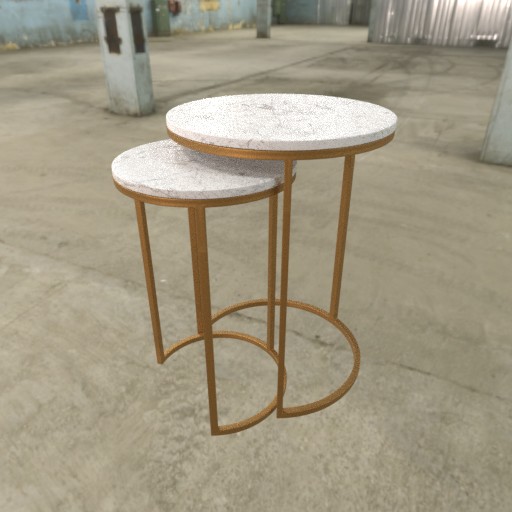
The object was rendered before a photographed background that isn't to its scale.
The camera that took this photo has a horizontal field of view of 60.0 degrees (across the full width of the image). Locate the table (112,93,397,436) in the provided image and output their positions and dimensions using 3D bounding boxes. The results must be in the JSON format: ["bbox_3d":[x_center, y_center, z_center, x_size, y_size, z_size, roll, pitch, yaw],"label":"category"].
[{"bbox_3d":[0.000,0.000,0.893,0.507,0.550,0.400,-19,34,-30],"label":"table"}]
